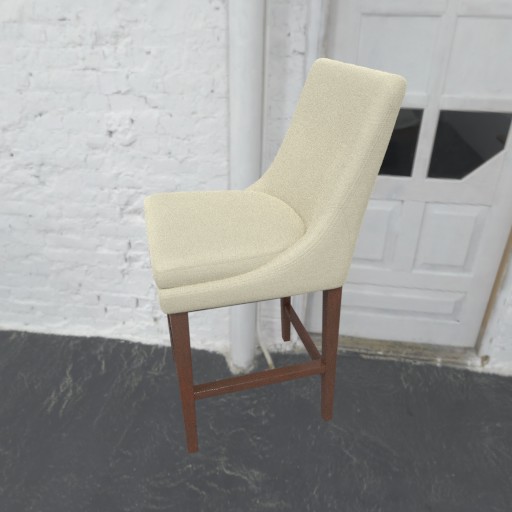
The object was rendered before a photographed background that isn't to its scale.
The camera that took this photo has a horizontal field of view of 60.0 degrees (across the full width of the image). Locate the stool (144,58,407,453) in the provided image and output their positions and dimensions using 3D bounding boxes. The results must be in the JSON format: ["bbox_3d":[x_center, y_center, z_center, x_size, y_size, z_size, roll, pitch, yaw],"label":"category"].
[{"bbox_3d":[0.000,0.000,1.249,0.577,0.981,0.470,-8,30,-13],"label":"stool"}]
